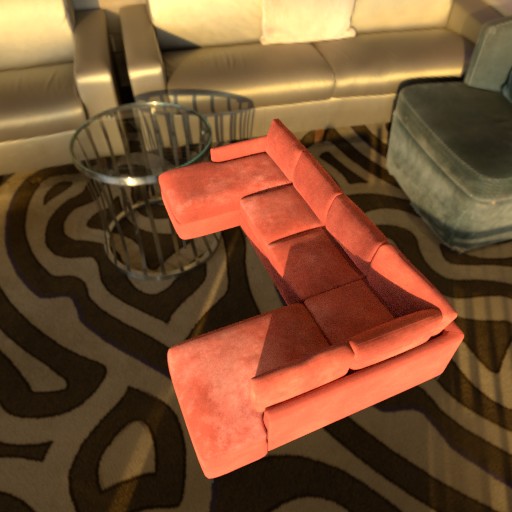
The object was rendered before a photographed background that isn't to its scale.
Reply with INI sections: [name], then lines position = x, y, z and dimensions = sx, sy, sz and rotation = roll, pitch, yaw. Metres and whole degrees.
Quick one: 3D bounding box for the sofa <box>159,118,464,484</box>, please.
[sofa]
position = 0.000, 0.000, 3.857
dimensions = 1.981, 0.858, 2.971
rotation = -17, 49, -16
